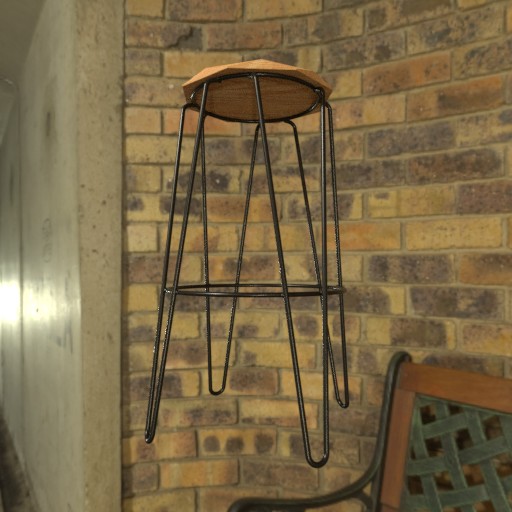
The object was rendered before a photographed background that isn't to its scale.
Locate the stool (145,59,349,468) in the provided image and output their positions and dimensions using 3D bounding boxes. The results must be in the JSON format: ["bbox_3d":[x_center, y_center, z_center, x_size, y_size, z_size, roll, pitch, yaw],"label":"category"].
[{"bbox_3d":[0.000,0.000,0.809,0.326,0.610,0.326,0,-1,19],"label":"stool"}]
